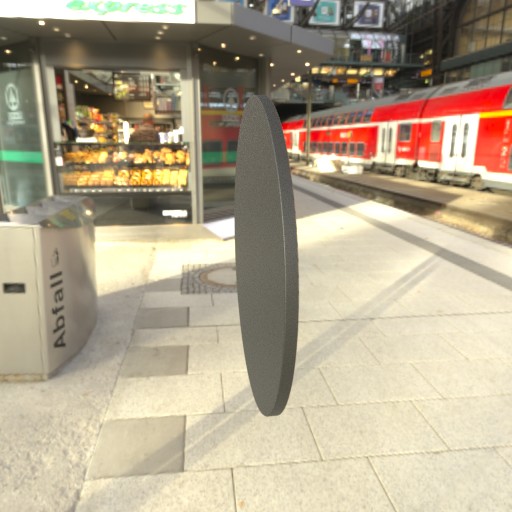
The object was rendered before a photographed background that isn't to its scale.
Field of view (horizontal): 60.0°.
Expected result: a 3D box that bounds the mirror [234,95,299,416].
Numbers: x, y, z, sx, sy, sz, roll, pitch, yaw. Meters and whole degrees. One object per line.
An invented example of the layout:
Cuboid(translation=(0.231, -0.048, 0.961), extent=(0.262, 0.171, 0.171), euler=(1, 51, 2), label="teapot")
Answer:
Cuboid(translation=(0.000, 0.000, 1.577), extent=(0.036, 1.077, 1.077), euler=(-2, 15, -9), label="mirror")
